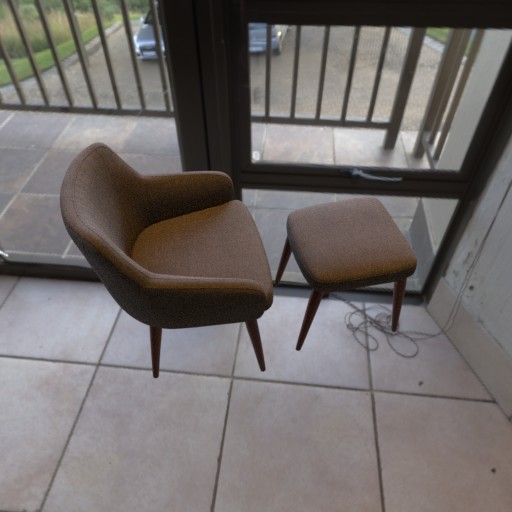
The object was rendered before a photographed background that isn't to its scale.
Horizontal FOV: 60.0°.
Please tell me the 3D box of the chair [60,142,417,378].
[{"bbox_3d":[0.000,0.000,1.579,1.107,0.799,0.584,-9,47,-9],"label":"chair"}]
